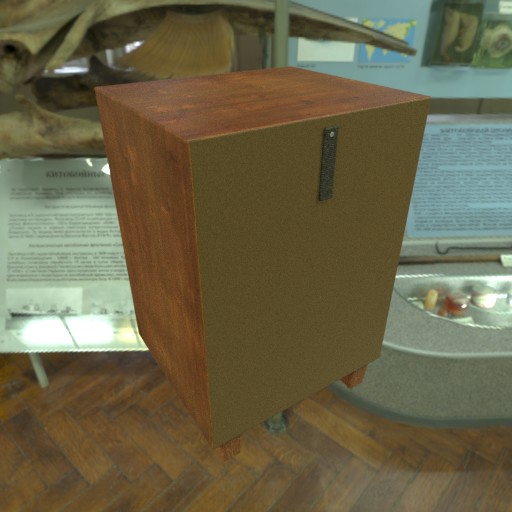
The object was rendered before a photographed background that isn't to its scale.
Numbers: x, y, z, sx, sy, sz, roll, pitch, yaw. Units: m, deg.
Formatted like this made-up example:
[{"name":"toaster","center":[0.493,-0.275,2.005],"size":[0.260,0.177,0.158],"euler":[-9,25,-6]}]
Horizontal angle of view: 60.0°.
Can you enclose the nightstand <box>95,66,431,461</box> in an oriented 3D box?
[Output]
[{"name":"nightstand","center":[0.000,0.000,0.981],"size":[0.465,0.695,0.410],"euler":[-19,36,-28]}]
